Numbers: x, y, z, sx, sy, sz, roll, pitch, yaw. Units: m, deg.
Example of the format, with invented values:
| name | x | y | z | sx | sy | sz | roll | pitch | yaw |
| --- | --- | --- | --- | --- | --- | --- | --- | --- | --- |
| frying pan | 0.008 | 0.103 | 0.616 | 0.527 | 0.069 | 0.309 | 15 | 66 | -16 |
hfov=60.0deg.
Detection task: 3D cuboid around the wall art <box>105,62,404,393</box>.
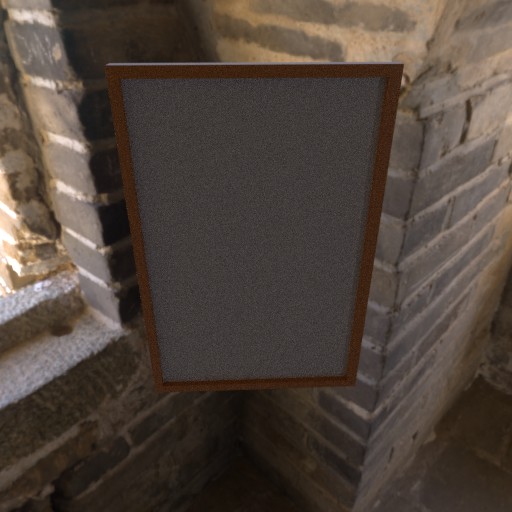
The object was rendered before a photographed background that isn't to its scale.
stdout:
| name | x | y | z | sx | sy | sz | roll | pitch | yaw |
| --- | --- | --- | --- | --- | --- | --- | --- | --- | --- |
| wall art | 0.000 | 0.000 | 0.758 | 0.405 | 0.608 | 0.025 | -1 | 30 | -2 |
